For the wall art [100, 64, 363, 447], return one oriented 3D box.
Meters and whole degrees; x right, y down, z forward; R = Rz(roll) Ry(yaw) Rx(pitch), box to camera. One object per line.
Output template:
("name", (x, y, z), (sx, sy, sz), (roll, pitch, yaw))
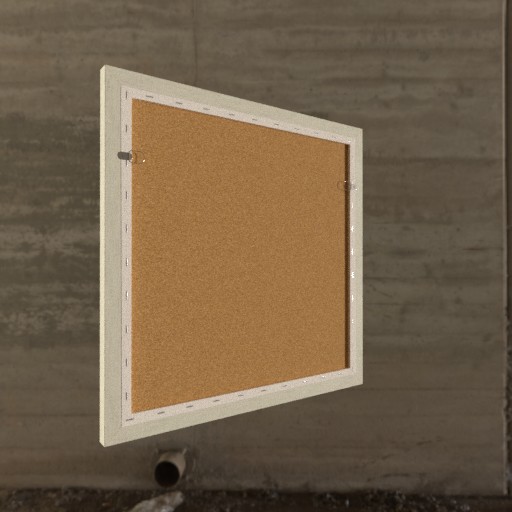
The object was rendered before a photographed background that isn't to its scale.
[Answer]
("wall art", (0.000, 0.000, 1.488), (1.016, 1.016, 0.045), (0, 0, -36))
